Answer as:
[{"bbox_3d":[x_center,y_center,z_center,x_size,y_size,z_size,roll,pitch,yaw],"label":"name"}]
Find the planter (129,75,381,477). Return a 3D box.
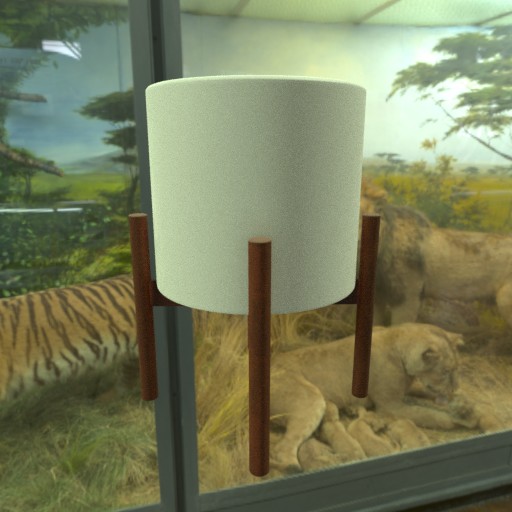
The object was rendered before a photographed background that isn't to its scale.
[{"bbox_3d":[0.000,0.000,0.506,0.224,0.358,0.224,14,20,42],"label":"planter"}]
